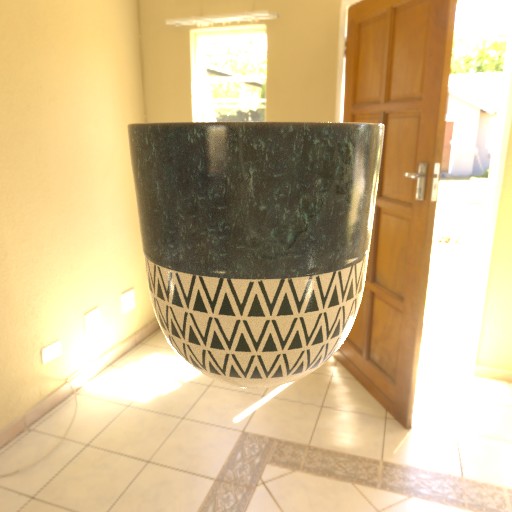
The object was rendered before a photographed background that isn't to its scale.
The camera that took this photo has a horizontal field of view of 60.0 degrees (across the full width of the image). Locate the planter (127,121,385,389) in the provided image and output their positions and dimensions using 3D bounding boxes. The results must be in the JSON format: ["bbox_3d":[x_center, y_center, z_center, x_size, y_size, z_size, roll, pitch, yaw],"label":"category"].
[{"bbox_3d":[0.000,0.000,0.376,0.195,0.214,0.195,0,16,0],"label":"planter"}]
